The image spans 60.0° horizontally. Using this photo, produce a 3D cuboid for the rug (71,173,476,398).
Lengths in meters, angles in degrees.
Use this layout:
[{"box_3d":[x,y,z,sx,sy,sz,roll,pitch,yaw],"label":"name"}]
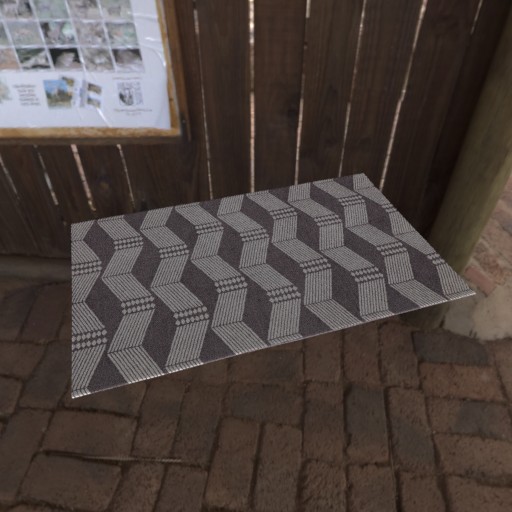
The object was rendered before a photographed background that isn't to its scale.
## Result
[{"box_3d":[0.000,0.000,3.063,2.435,0.011,1.517,-12,43,-13],"label":"rug"}]
